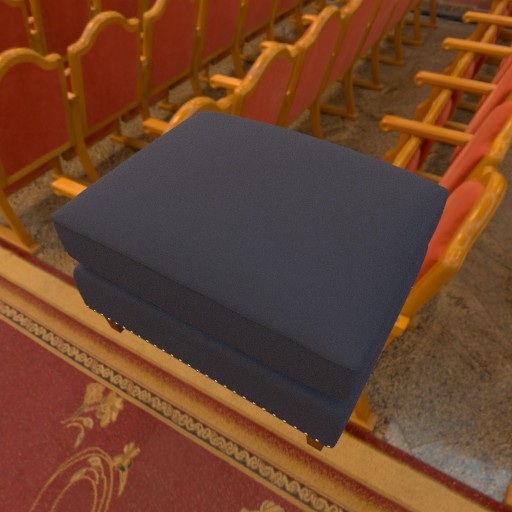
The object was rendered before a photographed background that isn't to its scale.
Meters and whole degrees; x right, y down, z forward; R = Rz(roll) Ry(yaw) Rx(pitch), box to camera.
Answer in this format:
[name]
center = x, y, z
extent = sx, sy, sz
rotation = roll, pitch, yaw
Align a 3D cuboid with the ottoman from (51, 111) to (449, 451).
[ottoman]
center = 0.000, 0.000, 1.134
extent = 0.741, 0.513, 0.584
rotation = 24, 50, 21
